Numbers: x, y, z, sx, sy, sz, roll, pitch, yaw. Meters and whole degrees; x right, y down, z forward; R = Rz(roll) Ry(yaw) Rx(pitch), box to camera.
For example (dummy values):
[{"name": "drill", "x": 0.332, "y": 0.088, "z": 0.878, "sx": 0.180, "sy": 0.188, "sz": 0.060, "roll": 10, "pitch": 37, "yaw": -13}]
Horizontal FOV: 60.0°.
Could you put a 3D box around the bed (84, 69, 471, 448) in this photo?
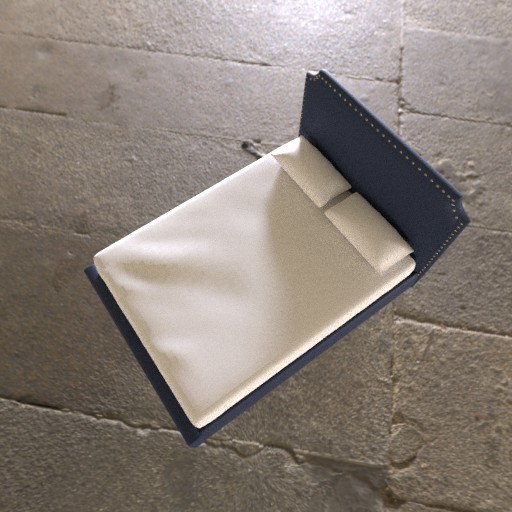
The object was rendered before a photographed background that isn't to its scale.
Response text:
[{"name": "bed", "x": 0.000, "y": 0.000, "z": 3.481, "sx": 2.372, "sy": 1.443, "sz": 1.712, "roll": -33, "pitch": 69, "yaw": -15}]
